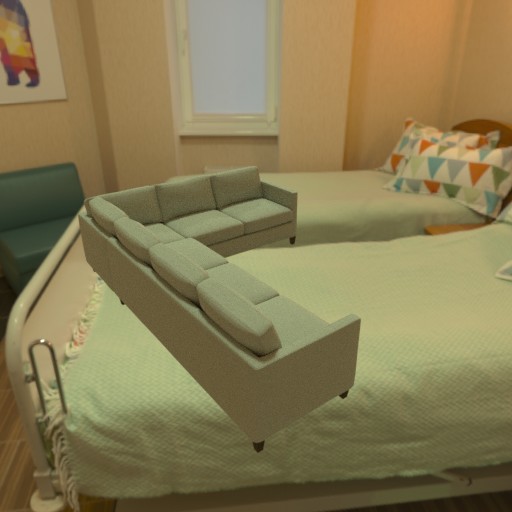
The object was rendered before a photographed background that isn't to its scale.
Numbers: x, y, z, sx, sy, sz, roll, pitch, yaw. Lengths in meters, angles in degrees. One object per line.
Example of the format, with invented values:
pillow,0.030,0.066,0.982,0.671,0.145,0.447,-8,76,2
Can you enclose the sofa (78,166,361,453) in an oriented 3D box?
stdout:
sofa,0.000,0.000,4.490,2.522,0.934,3.333,-18,31,-33
